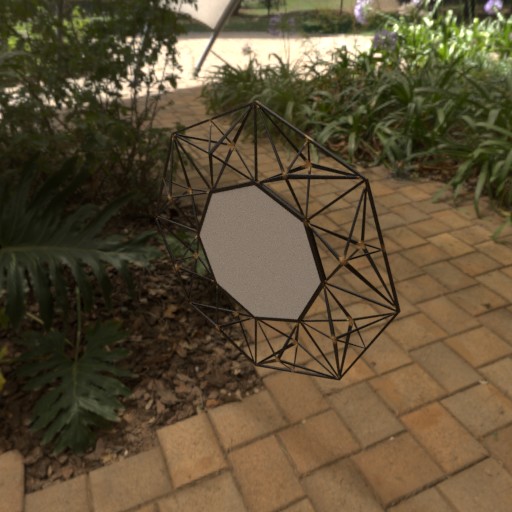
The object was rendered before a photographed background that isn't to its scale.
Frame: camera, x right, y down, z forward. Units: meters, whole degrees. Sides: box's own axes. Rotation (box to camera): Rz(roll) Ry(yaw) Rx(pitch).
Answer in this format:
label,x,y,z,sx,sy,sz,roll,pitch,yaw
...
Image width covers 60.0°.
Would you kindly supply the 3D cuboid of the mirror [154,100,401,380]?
label,x,y,z,sx,sy,sz,roll,pitch,yaw
mirror,0.000,0.000,1.053,0.710,0.710,0.094,21,37,31
